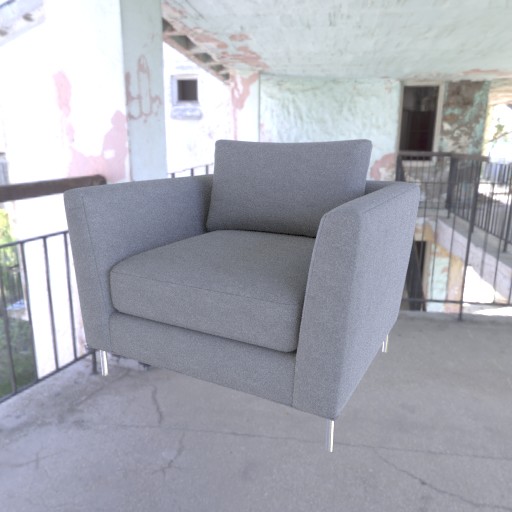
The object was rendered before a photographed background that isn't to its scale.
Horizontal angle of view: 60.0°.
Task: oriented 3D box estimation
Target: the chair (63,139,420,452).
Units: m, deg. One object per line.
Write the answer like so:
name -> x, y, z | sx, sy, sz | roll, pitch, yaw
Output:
chair -> 0.000, 0.000, 1.694 | 1.041, 0.864, 0.889 | 8, 16, 27
